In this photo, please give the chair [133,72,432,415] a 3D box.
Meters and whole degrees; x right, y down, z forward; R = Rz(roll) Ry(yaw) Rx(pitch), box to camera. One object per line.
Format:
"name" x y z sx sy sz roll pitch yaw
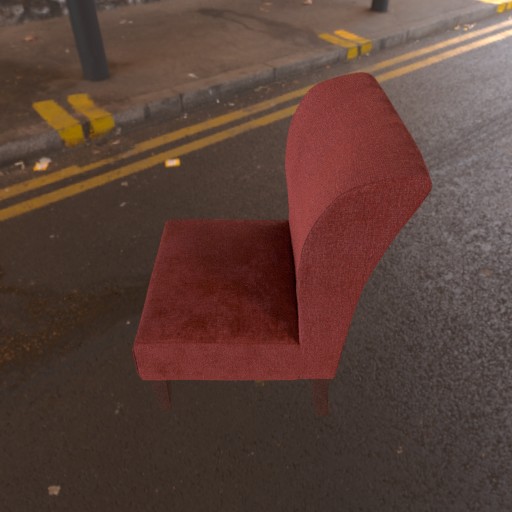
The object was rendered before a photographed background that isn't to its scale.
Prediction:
"chair" 0.000 0.000 1.243 0.640 0.846 0.538 0 41 1
